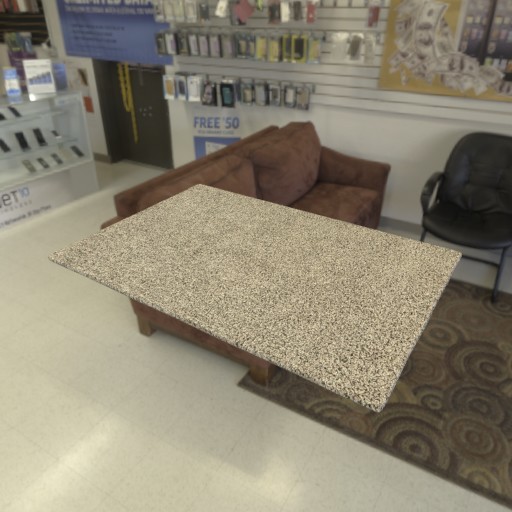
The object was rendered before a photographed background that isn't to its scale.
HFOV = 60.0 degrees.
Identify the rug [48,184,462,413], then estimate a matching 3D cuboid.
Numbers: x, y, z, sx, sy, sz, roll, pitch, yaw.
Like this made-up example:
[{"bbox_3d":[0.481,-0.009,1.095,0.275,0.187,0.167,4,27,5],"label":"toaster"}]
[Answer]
[{"bbox_3d":[0.000,0.000,2.296,1.778,0.030,1.219,19,35,28],"label":"rug"}]
